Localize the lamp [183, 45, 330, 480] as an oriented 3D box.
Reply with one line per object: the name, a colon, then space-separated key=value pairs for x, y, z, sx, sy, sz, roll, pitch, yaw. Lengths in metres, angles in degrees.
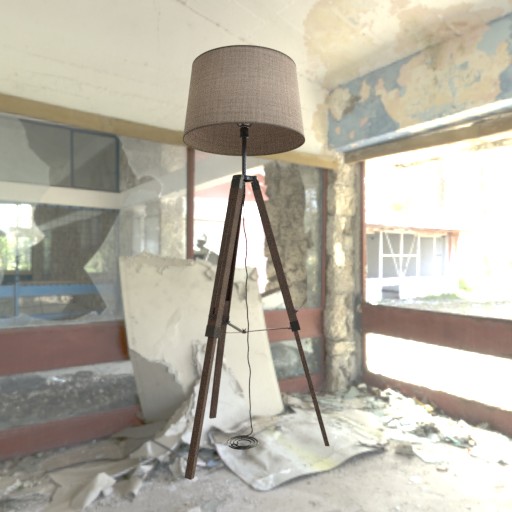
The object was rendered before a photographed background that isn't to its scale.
lamp: x=0.000 y=0.000 z=1.793 sx=0.587 sy=1.510 sz=0.604 roll=0 pitch=-1 yaw=1
